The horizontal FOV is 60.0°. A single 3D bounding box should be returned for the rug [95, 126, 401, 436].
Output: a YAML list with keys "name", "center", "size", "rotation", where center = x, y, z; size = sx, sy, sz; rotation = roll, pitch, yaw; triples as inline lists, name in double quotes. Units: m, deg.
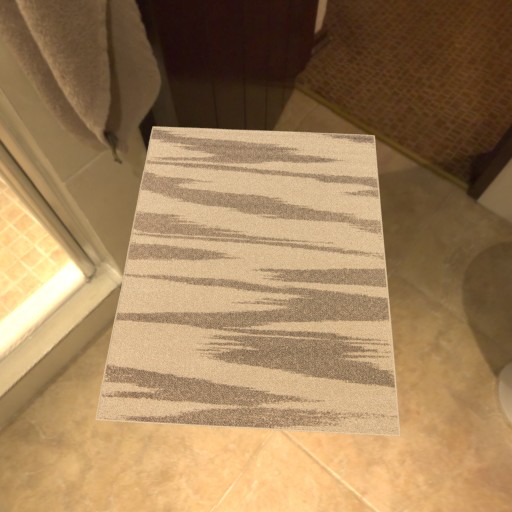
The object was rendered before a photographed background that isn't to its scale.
- name: "rug"
  center: [0.000, 0.000, 4.033]
  size: [2.353, 0.014, 2.945]
  rotation: [3, 64, 1]
